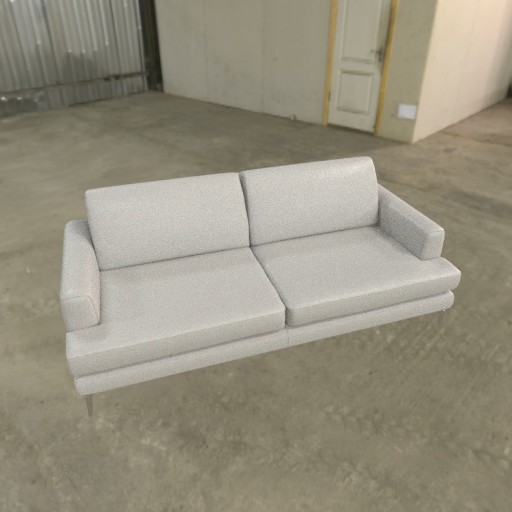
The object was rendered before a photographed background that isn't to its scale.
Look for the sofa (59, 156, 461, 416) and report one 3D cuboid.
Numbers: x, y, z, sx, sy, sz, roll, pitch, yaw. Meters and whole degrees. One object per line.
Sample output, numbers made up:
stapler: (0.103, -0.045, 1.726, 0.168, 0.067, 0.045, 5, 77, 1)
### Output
sofa: (0.000, 0.000, 2.400, 1.940, 0.765, 0.974, -10, 33, -16)
